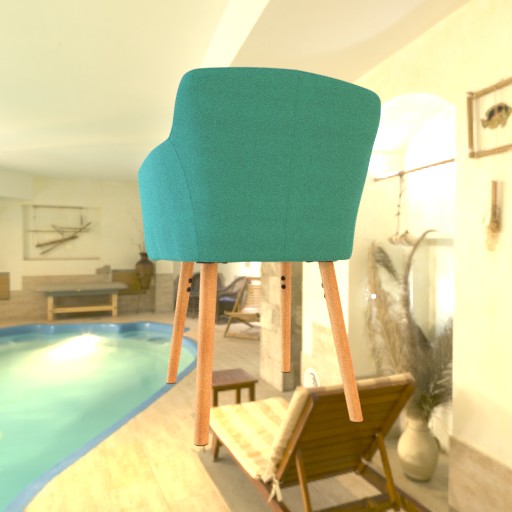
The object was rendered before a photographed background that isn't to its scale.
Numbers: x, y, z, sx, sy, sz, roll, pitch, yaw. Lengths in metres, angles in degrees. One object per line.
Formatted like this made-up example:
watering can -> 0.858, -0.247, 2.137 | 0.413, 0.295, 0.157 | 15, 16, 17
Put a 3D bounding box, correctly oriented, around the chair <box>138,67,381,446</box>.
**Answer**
chair -> 0.000, 0.000, 1.162 | 0.570, 0.780, 0.540 | 0, 1, -19
